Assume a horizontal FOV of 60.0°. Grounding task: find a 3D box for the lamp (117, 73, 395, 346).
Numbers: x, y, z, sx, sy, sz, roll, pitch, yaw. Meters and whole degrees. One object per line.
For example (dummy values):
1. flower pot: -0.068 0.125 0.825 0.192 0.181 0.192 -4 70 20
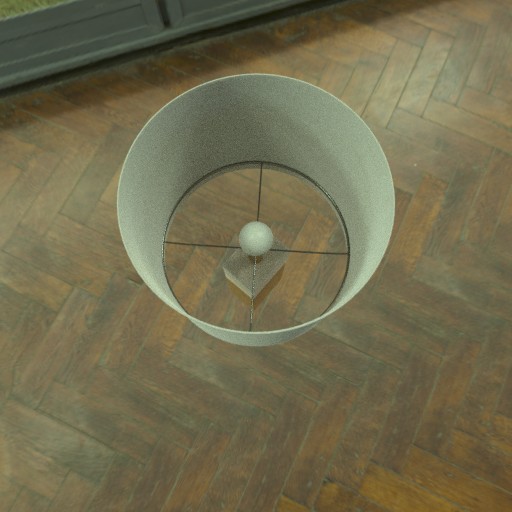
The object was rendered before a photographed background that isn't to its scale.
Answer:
1. lamp: 0.000 0.000 0.567 0.229 0.417 0.229 40 79 9
